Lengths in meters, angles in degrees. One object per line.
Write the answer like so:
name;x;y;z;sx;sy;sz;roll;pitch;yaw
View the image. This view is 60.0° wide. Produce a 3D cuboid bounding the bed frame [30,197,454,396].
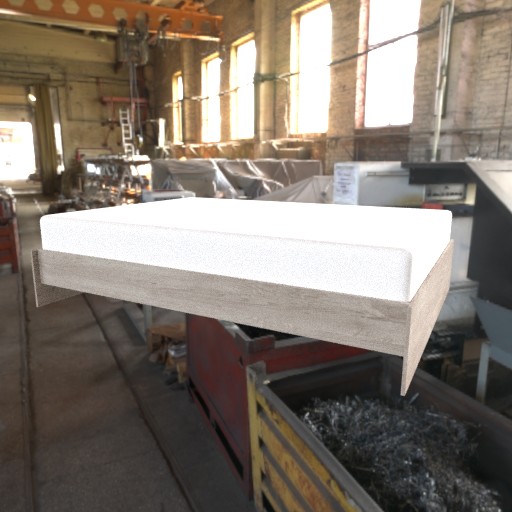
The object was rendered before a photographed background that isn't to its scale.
bed frame;0.000;0.000;2.535;1.945;0.497;1.445;7;14;28
